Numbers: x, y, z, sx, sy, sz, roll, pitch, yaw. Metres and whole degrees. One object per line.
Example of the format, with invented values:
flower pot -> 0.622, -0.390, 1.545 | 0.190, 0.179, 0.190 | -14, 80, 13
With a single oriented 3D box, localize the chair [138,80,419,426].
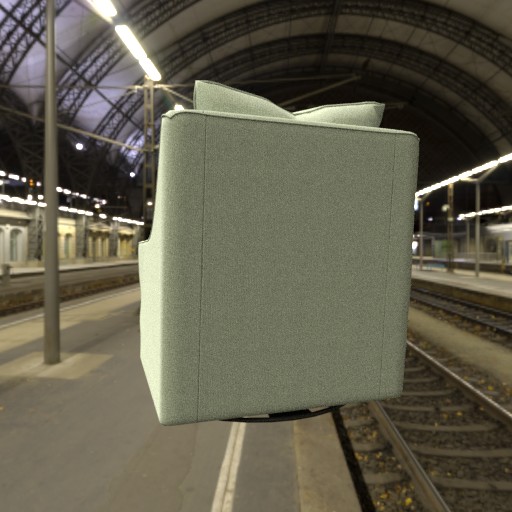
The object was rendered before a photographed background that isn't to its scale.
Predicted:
chair -> 0.000, 0.000, 1.579 | 0.760, 0.926, 0.870 | 0, 1, -18
